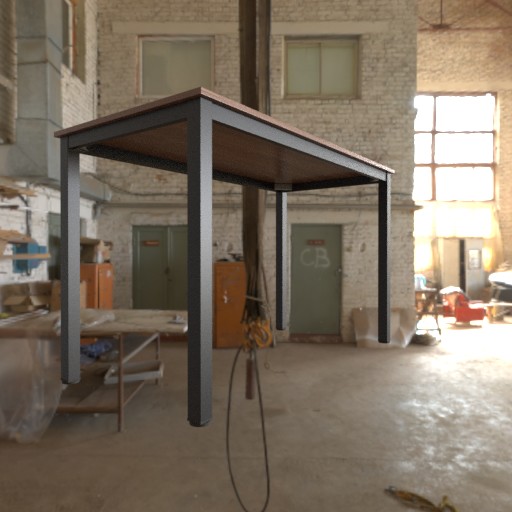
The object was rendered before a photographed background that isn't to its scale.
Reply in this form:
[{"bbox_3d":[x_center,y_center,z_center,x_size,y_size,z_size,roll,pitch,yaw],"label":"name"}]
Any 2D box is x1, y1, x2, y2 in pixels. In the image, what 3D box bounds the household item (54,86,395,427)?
[{"bbox_3d":[0.000,0.000,1.617,0.600,0.750,1.200,0,0,37],"label":"household item"}]
